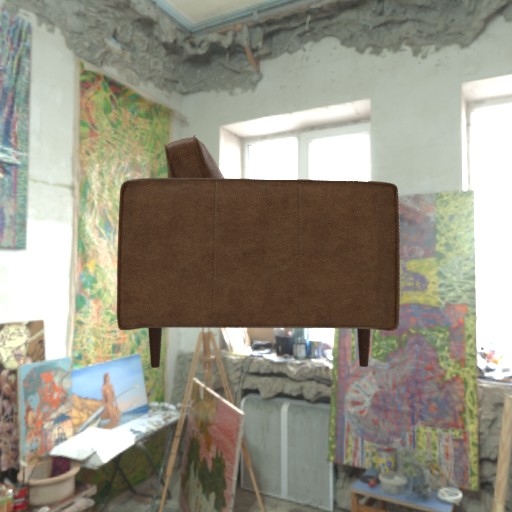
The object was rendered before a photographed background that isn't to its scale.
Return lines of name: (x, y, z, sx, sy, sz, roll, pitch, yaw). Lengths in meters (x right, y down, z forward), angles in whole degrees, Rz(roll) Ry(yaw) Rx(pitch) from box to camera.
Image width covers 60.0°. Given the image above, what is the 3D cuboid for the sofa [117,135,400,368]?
sofa: (0.000, 0.000, 2.360, 0.924, 0.825, 1.920, 0, -2, -1)
